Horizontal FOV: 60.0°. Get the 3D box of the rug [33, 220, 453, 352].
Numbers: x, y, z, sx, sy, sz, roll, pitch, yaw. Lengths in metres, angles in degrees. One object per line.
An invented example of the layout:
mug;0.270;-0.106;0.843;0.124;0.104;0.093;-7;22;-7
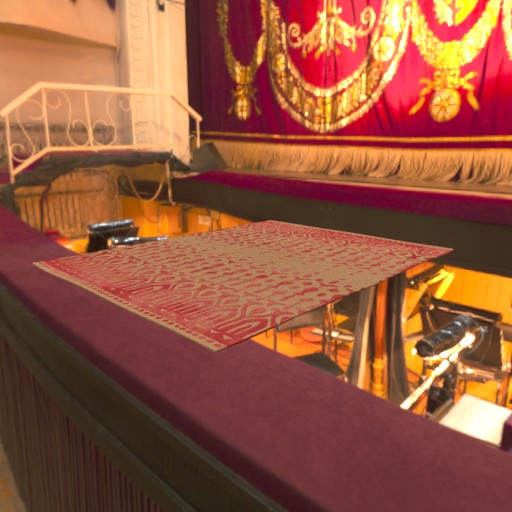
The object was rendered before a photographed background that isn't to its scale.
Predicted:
rug;0.000;0.000;4.080;2.441;0.016;3.095;13;19;42
